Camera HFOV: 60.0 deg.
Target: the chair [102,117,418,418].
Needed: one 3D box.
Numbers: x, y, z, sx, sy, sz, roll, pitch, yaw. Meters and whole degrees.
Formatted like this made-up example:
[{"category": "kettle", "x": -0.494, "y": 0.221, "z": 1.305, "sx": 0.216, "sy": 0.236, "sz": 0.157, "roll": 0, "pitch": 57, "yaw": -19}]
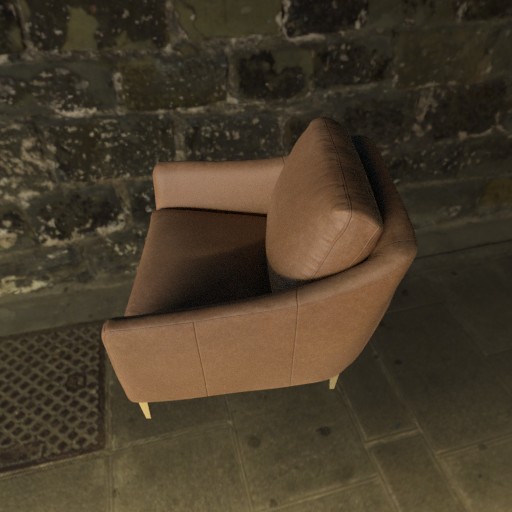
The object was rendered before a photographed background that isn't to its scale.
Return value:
[{"category": "chair", "x": 0.000, "y": 0.000, "z": 1.750, "sx": 0.963, "sy": 0.895, "sz": 0.988, "roll": 0, "pitch": 41, "yaw": 0}]
